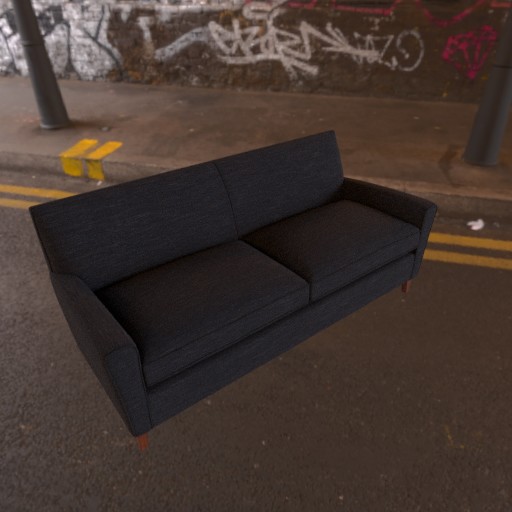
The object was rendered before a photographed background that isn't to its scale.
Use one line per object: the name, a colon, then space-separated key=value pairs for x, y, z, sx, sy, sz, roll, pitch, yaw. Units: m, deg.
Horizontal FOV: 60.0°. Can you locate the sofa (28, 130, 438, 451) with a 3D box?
sofa: x=0.000 y=0.000 z=2.394 sx=1.976 sy=0.846 sz=0.875 roll=-22 pitch=39 yaw=-31
